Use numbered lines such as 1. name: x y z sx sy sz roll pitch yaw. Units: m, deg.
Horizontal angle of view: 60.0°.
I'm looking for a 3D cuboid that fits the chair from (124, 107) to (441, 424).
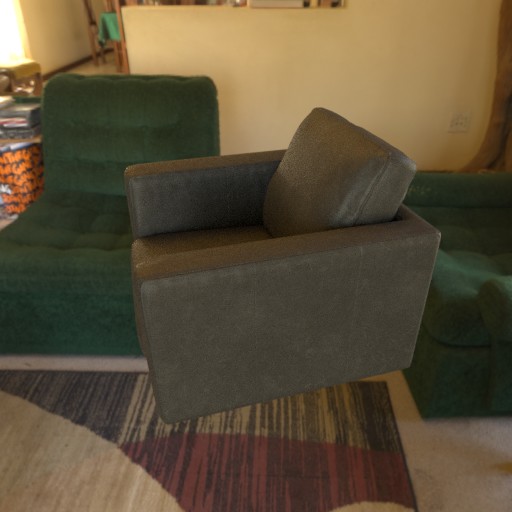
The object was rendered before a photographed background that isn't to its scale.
1. chair: 0.000 0.000 1.588 0.879 0.898 0.831 -9 33 -13
